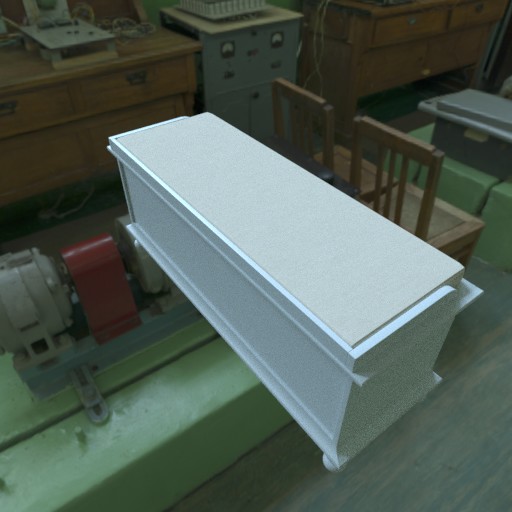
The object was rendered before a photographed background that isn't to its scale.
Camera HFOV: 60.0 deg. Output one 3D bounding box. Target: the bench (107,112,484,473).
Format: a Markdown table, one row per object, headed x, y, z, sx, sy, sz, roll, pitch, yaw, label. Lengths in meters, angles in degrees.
| x | y | z | sx | sy | sz | roll | pitch | yaw | label |
| --- | --- | --- | --- | --- | --- | --- | --- | --- | --- |
| 0.000 | 0.000 | 1.395 | 0.402 | 0.486 | 1.185 | -26 | 47 | -27 | bench |
